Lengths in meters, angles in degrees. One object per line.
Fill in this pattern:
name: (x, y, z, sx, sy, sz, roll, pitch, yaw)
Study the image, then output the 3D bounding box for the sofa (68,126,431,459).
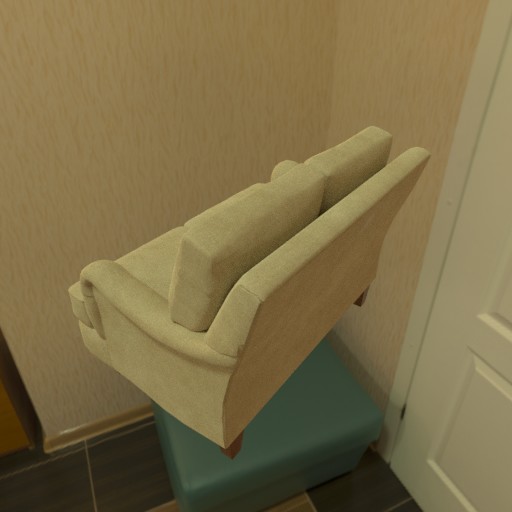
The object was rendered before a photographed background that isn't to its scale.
sofa: (0.000, 0.000, 2.187, 1.086, 1.087, 1.498, 22, 39, 30)
